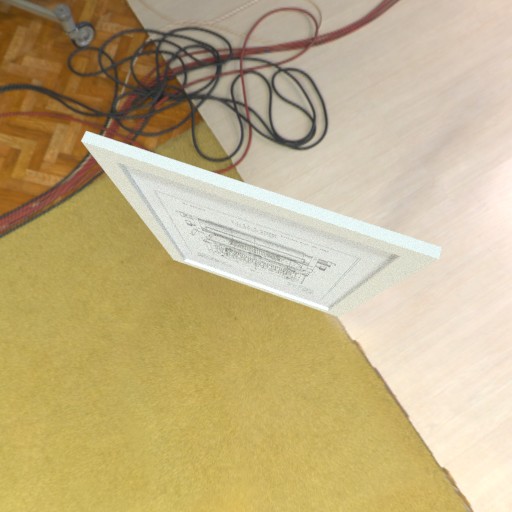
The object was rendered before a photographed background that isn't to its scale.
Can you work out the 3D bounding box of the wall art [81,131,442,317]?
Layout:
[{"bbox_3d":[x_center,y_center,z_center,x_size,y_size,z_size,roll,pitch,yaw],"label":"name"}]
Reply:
[{"bbox_3d":[0.000,0.000,0.705,0.381,0.533,0.013,19,77,5],"label":"wall art"}]
